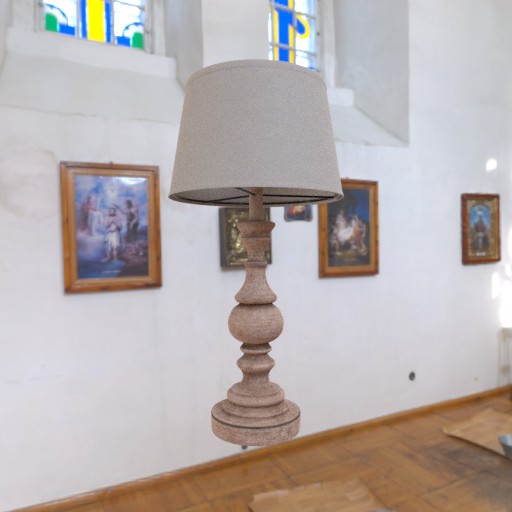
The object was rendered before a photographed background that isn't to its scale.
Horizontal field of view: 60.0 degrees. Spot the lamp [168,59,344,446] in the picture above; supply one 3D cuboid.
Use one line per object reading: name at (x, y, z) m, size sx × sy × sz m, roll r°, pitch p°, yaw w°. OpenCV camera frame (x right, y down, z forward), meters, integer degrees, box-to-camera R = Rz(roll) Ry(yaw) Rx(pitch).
lamp at (0.000, 0.000, 0.875) m, size 0.340 × 0.678 × 0.340 m, roll 0°, pitch 1°, yaw 0°
